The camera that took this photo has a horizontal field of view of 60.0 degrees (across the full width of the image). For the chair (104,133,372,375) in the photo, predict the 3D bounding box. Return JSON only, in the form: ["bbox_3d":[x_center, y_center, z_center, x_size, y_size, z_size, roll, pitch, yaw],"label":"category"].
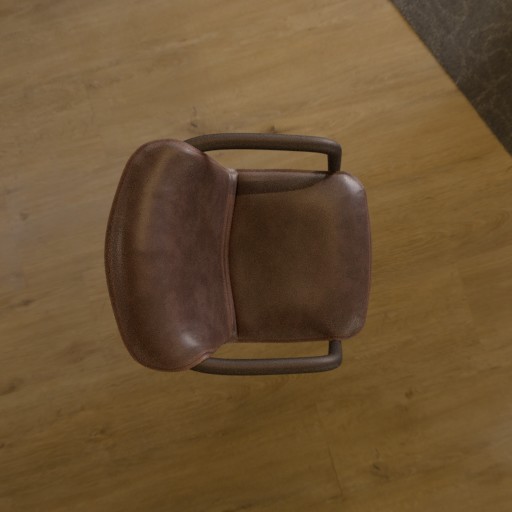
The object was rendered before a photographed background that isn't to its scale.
[{"bbox_3d":[0.000,0.000,1.284,0.664,0.836,0.536,0,89,0],"label":"chair"}]
